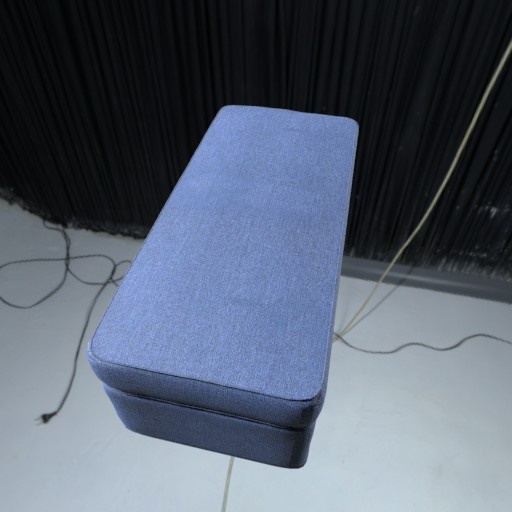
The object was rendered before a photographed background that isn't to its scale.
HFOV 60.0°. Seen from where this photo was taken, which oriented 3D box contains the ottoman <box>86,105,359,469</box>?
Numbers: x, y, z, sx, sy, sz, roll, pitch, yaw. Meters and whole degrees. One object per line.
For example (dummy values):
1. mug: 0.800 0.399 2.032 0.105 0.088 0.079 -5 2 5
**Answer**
1. ottoman: 0.000 0.000 1.385 0.515 0.460 1.110 9 47 9
